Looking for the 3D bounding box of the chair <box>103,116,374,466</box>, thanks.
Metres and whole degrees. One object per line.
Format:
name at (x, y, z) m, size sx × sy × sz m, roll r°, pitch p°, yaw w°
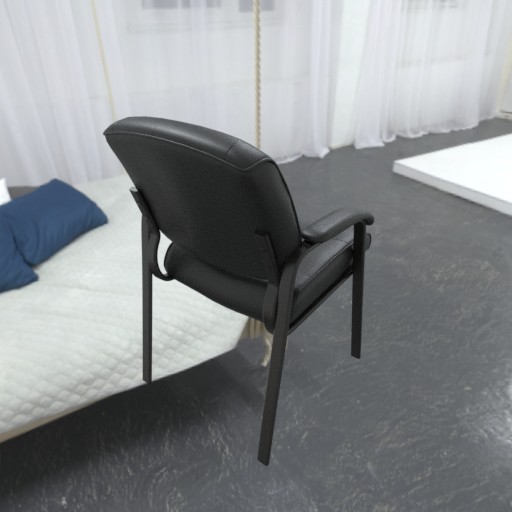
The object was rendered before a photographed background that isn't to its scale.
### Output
chair at (0.000, 0.000, 1.358) m, size 0.591 × 0.910 × 0.668 m, roll 21°, pitch 36°, yaw 32°
